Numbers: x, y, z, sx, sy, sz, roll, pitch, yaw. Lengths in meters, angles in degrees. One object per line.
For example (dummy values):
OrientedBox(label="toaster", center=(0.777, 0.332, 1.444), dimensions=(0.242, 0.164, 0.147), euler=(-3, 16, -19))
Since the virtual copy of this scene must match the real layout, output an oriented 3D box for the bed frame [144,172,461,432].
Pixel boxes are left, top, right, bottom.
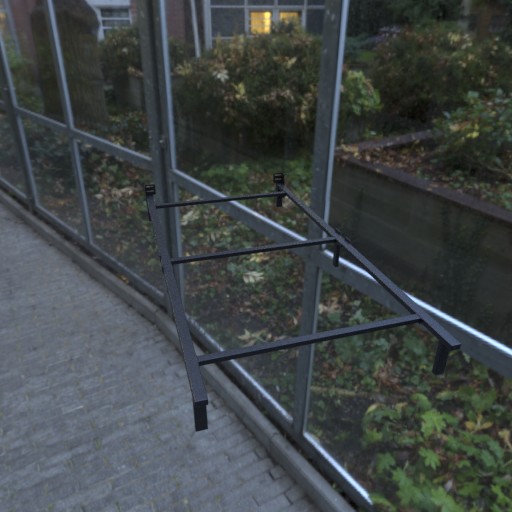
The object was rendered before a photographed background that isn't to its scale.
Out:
OrientedBox(label="bed frame", center=(0.000, 0.000, 2.280), dimensions=(0.968, 0.248, 1.897), euler=(-8, 29, -15))
